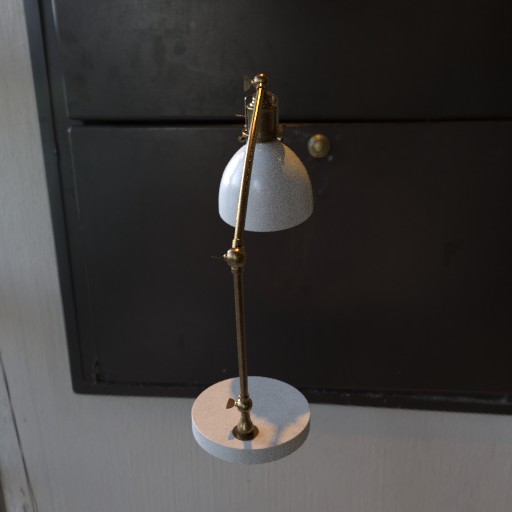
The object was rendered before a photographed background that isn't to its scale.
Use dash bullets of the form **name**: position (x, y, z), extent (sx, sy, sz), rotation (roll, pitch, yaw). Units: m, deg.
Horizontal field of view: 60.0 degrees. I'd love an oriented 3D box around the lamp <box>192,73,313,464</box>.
- **lamp**: position (0.000, 0.000, 0.676), extent (0.186, 0.522, 0.317), rotation (3, 16, 9)
